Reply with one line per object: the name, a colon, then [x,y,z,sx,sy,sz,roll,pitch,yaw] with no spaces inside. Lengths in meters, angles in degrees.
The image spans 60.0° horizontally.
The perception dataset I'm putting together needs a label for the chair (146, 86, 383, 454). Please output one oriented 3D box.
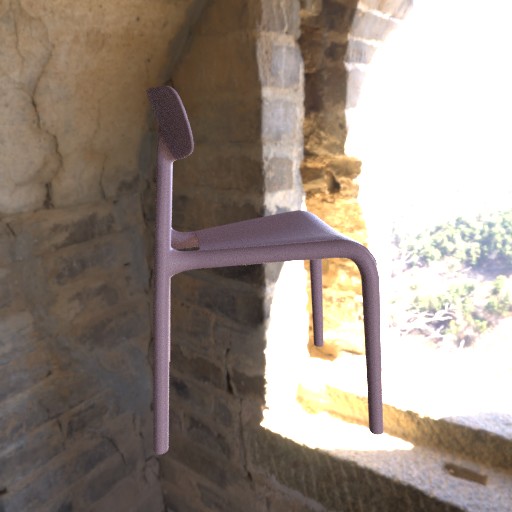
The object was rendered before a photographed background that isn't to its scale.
chair: [0.000,0.000,0.836,0.401,0.580,0.356,-3,16,-10]
